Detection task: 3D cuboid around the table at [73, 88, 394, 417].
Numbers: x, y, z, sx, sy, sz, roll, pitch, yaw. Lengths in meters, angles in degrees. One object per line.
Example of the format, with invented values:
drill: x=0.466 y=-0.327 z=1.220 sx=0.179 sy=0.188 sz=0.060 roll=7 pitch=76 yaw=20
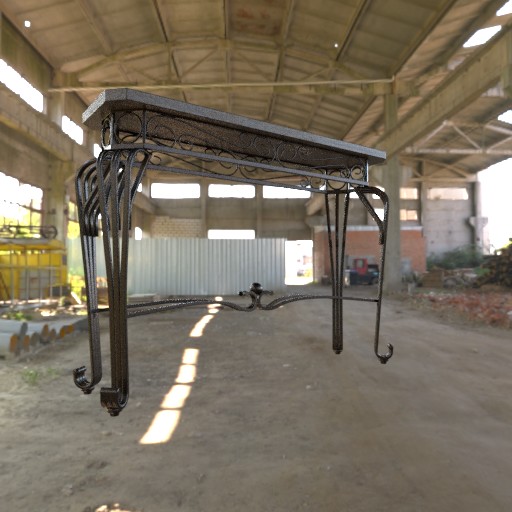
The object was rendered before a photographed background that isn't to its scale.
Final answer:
table: x=0.000 y=0.000 z=1.484 sx=1.112 sy=0.800 sz=0.329 roll=1 pitch=-2 yaw=-36
